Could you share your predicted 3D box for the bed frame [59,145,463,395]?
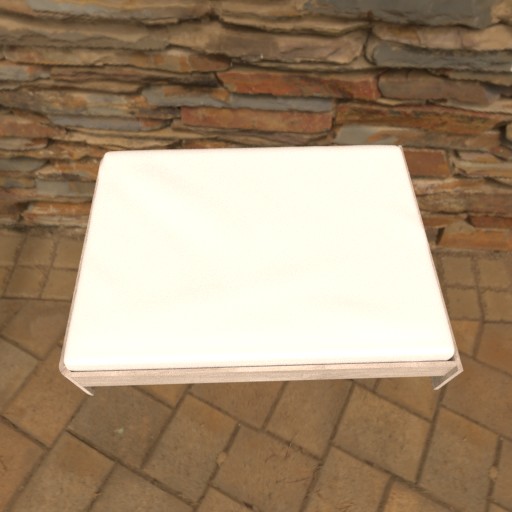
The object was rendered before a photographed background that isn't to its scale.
[{"bbox_3d":[0.000,0.000,2.603,1.950,0.462,1.490,-1,59,-1],"label":"bed frame"}]
